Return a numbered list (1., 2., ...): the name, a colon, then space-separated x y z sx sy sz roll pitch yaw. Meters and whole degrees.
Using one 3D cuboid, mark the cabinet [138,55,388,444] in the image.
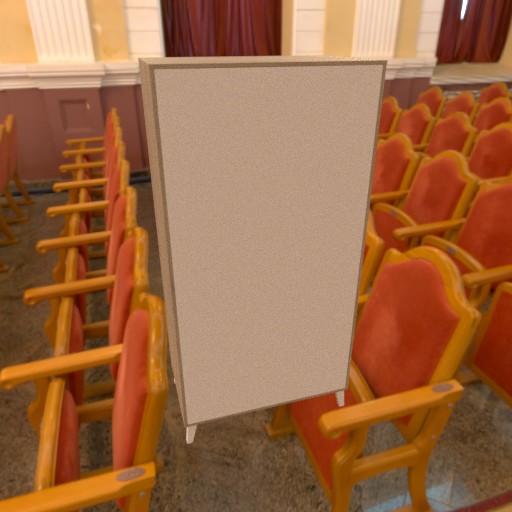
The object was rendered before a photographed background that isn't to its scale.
1. cabinet: 0.000 0.000 2.459 1.006 1.999 0.571 -8 28 -15
